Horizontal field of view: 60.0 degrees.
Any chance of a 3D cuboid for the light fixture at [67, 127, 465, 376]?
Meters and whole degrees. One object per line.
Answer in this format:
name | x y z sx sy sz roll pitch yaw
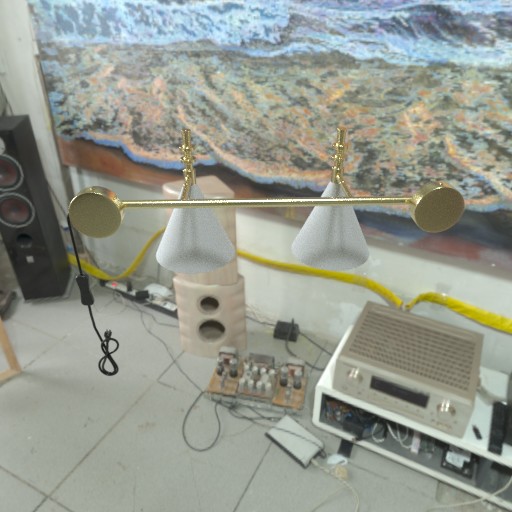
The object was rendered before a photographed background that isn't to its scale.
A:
light fixture | 0.000 0.000 0.859 0.642 0.468 0.239 -1 31 -2
